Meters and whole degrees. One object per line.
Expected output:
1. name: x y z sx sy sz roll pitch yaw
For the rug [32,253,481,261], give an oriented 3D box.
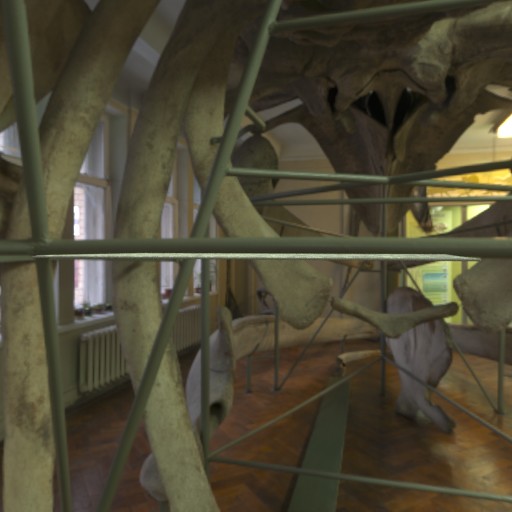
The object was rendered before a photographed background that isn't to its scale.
1. rug: 0.000 0.000 1.437 1.219 0.007 0.604 0 1 17
